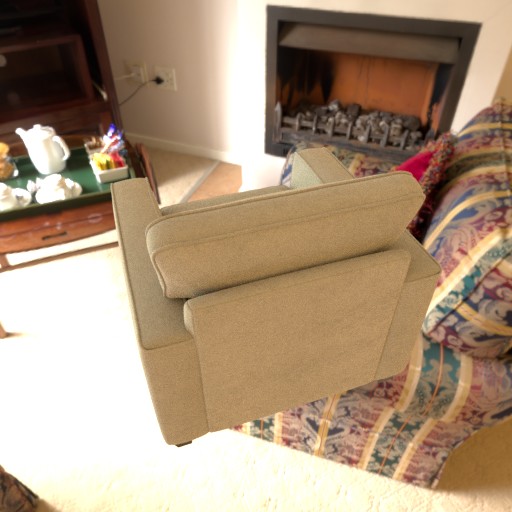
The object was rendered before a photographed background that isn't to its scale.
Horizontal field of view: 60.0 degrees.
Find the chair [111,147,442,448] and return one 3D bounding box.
[{"bbox_3d":[0.000,0.000,1.765,1.015,0.965,0.939,-13,43,-14],"label":"chair"}]
